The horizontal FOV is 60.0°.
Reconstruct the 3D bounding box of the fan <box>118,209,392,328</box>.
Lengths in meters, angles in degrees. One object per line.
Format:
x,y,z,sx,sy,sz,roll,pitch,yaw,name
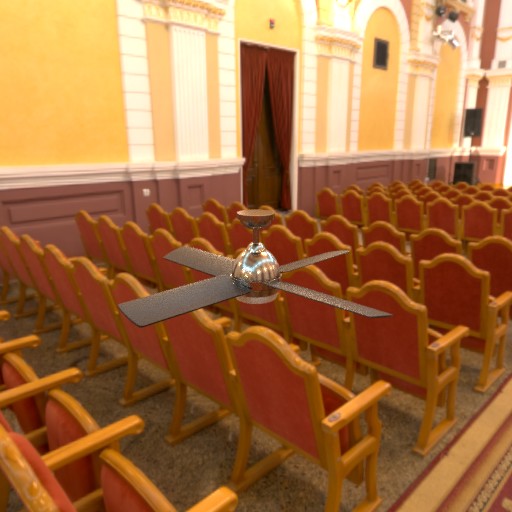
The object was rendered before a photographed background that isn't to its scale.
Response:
0.000,0.000,2.037,1.332,0.403,1.332,-14,21,-43,fan
